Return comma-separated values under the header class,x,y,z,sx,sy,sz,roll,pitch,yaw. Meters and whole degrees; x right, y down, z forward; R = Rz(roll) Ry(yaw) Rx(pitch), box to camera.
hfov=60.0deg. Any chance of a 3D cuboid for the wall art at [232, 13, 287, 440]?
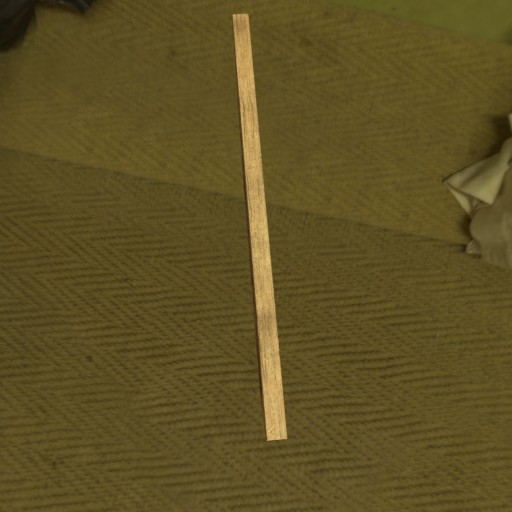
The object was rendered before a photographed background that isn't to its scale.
class,x,y,z,sx,sy,sz,roll,pitch,yaw
wall art,0.000,0.000,1.020,0.029,0.691,0.695,-4,75,-1
